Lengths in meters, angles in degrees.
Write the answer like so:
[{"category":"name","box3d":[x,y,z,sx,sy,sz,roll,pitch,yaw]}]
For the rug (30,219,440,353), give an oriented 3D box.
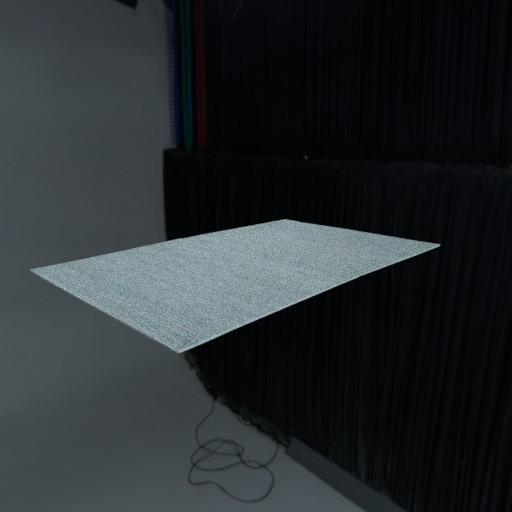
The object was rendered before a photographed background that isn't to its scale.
[{"category":"rug","box3d":[0.000,0.000,2.322,1.174,0.022,1.853,14,21,43]}]
